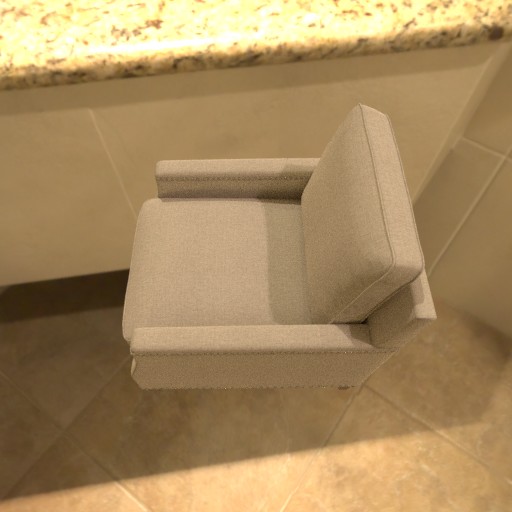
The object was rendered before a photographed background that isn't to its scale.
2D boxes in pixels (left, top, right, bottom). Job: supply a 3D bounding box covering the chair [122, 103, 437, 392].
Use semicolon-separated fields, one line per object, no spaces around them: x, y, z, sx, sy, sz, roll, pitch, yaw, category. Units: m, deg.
0.000;0.000;1.740;1.014;0.943;0.853;-1;58;0;chair
